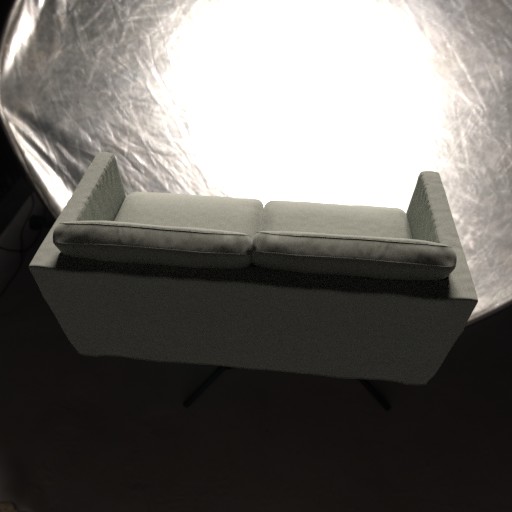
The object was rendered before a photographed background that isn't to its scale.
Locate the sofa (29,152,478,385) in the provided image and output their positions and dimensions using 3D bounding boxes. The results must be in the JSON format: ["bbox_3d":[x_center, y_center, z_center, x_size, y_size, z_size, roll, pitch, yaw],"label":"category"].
[{"bbox_3d":[0.000,0.000,2.427,1.987,0.870,0.940,4,47,4],"label":"sofa"}]
